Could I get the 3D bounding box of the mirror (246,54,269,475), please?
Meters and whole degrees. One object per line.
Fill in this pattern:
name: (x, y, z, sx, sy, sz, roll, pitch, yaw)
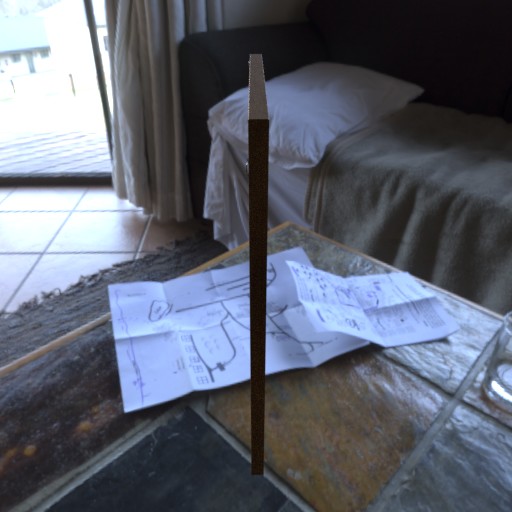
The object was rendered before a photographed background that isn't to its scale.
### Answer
mirror: (0.000, 0.000, 1.335, 0.040, 1.016, 0.762, 0, 32, 0)
